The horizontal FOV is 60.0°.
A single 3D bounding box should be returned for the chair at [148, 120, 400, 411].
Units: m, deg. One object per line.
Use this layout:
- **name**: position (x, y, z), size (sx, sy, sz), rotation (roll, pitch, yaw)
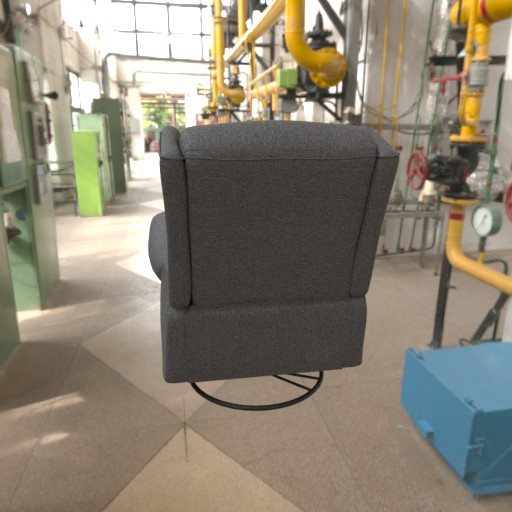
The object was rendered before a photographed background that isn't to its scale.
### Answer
- **chair**: position (0.000, 0.000, 1.750), size (0.847, 1.011, 0.969), rotation (-3, 16, -9)
